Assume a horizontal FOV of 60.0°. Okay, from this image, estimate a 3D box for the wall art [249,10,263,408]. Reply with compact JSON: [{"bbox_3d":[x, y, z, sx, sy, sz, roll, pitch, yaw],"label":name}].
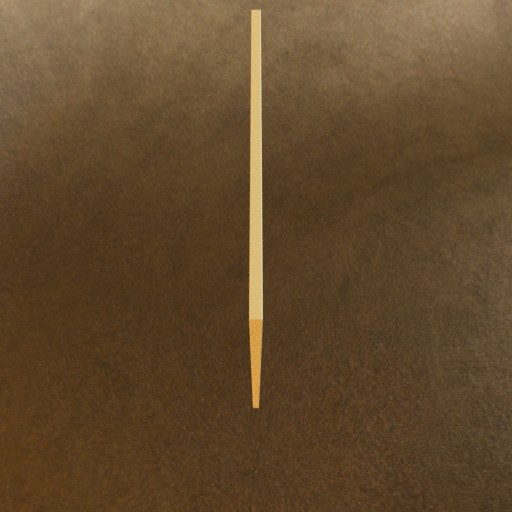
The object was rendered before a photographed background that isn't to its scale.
[{"bbox_3d":[0.000,0.000,0.823,0.013,0.656,0.456,0,64,0],"label":"wall art"}]
